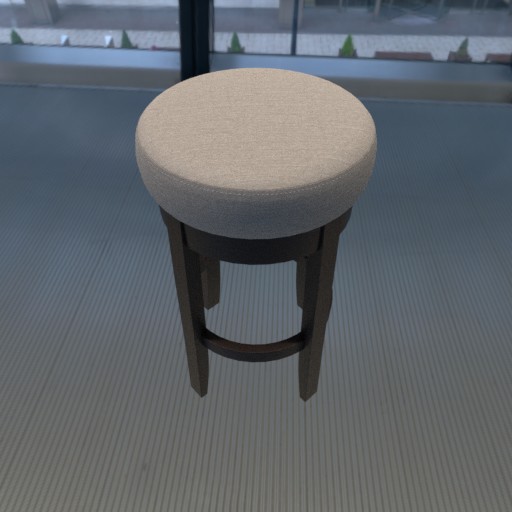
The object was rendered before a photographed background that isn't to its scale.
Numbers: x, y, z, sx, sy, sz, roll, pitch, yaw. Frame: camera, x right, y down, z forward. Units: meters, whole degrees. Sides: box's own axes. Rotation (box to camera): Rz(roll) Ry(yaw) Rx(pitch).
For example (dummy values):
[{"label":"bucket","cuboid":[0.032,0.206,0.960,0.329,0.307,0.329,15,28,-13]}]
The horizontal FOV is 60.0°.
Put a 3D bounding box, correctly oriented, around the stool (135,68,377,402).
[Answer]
[{"label":"stool","cuboid":[0.000,0.000,1.047,0.443,0.757,0.443,0,45,0]}]
